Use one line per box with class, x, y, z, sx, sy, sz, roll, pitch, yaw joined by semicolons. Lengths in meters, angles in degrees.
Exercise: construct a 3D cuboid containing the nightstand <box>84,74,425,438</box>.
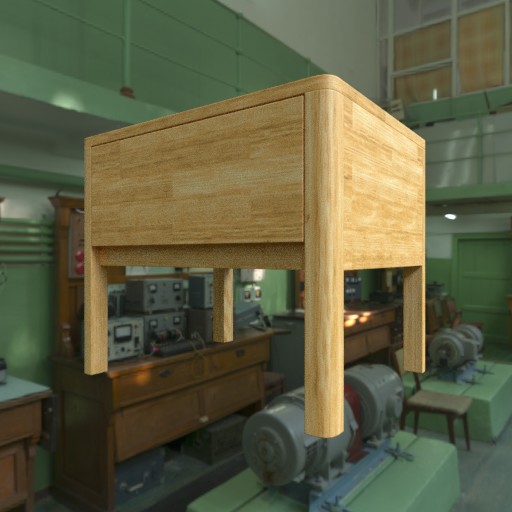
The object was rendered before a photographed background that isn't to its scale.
nightstand;0.000;0.000;0.907;0.560;0.470;0.440;0;0;36
